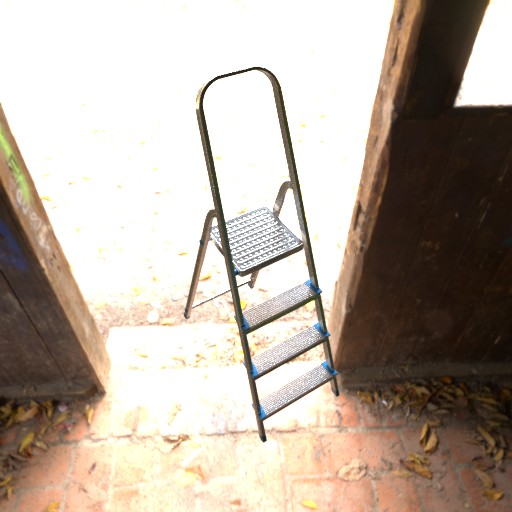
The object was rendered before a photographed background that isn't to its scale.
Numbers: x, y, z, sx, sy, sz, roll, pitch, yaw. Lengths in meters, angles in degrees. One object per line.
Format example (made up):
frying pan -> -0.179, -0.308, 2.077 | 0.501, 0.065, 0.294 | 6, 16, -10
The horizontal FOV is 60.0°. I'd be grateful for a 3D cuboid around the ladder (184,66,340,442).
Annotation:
ladder -> 0.000, 0.000, 1.812 | 0.445, 1.434, 0.842 | -24, 50, -22
